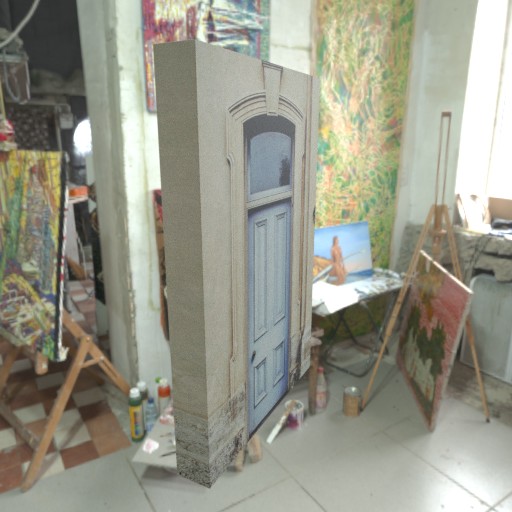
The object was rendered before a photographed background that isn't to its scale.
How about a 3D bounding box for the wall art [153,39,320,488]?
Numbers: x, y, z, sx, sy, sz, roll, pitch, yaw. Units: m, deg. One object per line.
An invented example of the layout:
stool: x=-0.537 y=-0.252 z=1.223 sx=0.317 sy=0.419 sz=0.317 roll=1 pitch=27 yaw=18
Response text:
wall art: x=0.000 y=0.000 z=0.477 sx=0.038 sy=0.381 sz=0.254 roll=8 pitch=17 yaw=27
